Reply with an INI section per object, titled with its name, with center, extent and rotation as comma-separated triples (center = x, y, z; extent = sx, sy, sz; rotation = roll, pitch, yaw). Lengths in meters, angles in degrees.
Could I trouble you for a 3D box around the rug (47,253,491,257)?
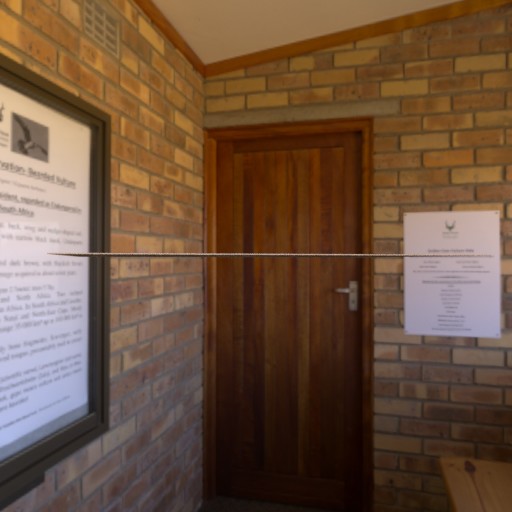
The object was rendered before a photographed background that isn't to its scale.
[rug]
center = 0.000, 0.000, 3.674
extent = 2.895, 0.006, 1.981
rotation = 0, -1, -18
